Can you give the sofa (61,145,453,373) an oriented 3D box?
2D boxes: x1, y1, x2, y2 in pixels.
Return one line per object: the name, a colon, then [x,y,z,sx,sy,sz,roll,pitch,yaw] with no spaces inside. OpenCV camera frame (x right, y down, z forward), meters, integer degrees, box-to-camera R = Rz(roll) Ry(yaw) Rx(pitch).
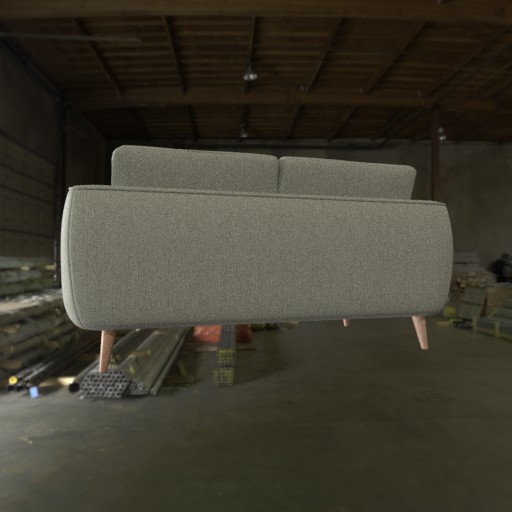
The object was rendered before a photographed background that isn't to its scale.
sofa: [0.000,0.000,2.174,1.700,0.850,0.920,0,0,-17]
